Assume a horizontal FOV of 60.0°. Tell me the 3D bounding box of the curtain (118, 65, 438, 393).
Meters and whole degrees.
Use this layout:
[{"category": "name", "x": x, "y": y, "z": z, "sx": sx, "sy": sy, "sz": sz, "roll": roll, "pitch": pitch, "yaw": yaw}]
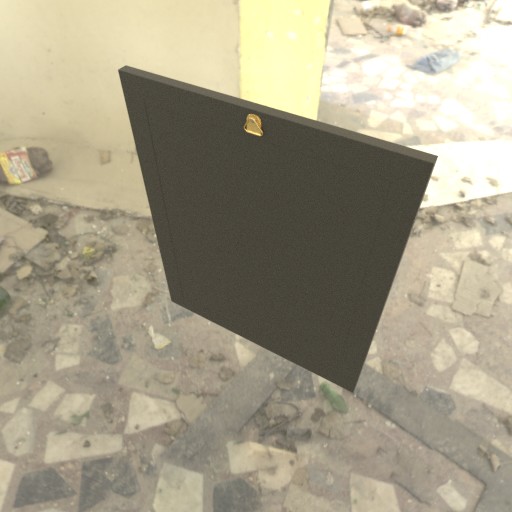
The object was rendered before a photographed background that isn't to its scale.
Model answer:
[{"category": "curtain", "x": 0.000, "y": 0.000, "z": 0.813, "sx": 0.483, "sy": 0.585, "sz": 0.027, "roll": 23, "pitch": 51, "yaw": 20}]
